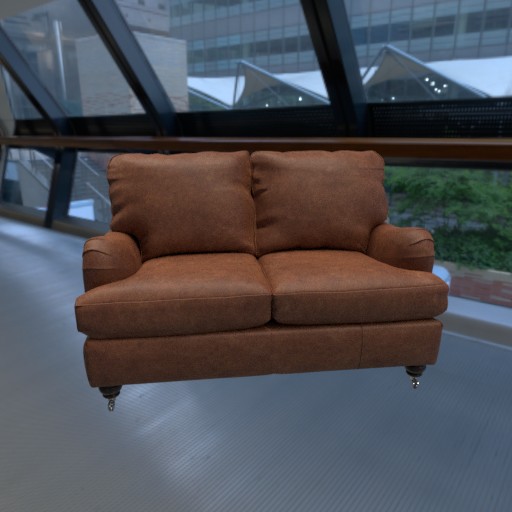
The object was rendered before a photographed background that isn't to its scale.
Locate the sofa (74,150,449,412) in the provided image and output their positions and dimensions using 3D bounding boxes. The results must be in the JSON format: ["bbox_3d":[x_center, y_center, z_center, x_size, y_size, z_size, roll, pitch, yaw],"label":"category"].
[{"bbox_3d":[0.000,0.000,2.213,1.527,1.004,1.077,-2,17,-7],"label":"sofa"}]
